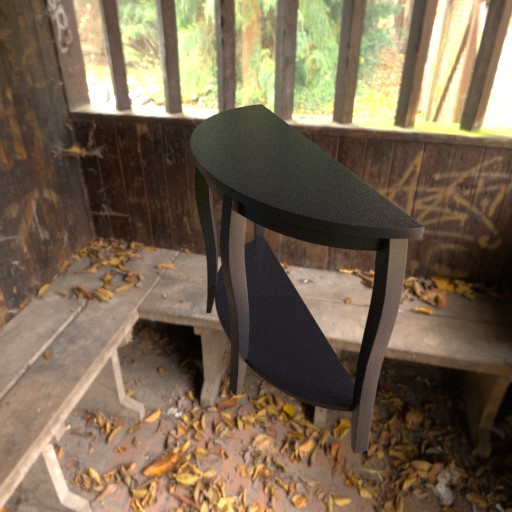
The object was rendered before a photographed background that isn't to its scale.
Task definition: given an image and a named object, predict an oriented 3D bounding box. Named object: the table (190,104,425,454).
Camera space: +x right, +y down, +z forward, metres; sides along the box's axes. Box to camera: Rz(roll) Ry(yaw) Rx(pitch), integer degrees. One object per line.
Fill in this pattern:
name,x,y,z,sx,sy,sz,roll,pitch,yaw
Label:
table,0.000,0.000,1.585,0.394,0.780,1.219,-8,32,-13
